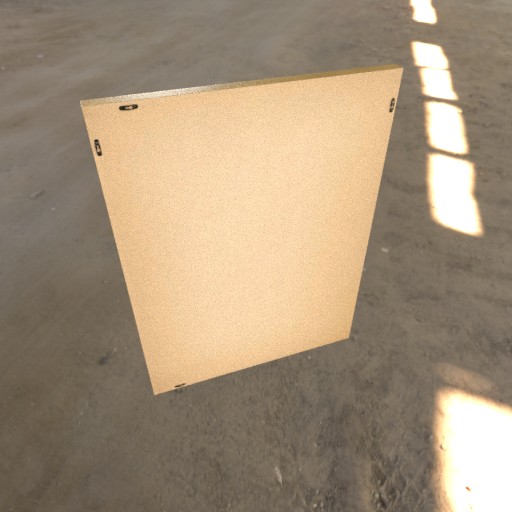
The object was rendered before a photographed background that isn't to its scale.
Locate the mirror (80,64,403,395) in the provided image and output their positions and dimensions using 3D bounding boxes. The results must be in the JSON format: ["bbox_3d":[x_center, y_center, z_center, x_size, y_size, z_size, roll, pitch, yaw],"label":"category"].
[{"bbox_3d":[0.000,0.000,1.329,0.762,1.016,0.041,-13,41,-15],"label":"mirror"}]
